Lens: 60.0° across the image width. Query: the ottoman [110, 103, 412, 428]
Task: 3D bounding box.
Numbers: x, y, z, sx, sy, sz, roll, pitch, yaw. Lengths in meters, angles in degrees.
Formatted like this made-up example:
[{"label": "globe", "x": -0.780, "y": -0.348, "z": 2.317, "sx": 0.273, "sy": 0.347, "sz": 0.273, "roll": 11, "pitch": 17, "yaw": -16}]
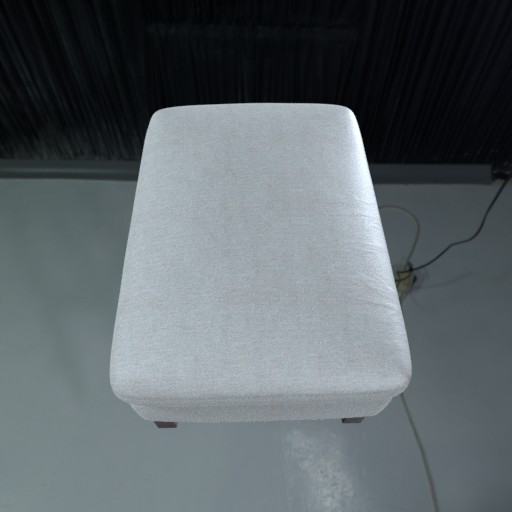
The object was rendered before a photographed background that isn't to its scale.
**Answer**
[{"label": "ottoman", "x": 0.000, "y": 0.000, "z": 1.037, "sx": 0.528, "sy": 0.404, "sz": 0.735, "roll": -1, "pitch": 56, "yaw": -1}]
